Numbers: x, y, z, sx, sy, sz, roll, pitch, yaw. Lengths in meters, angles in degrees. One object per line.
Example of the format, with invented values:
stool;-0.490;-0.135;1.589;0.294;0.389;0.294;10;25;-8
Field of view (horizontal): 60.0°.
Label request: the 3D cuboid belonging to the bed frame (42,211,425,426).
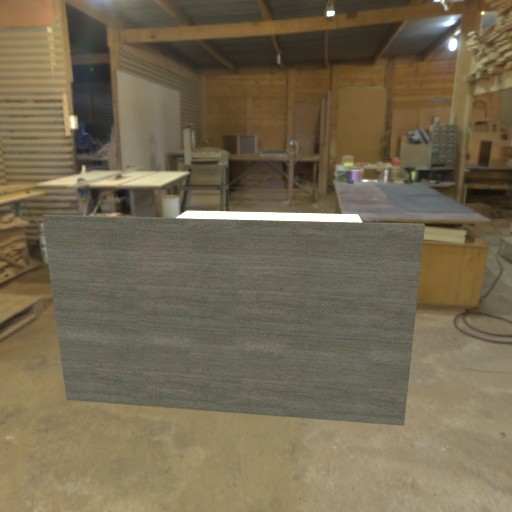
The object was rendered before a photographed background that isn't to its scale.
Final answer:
bed frame;0.000;0.000;2.613;1.400;0.800;1.900;2;16;7
